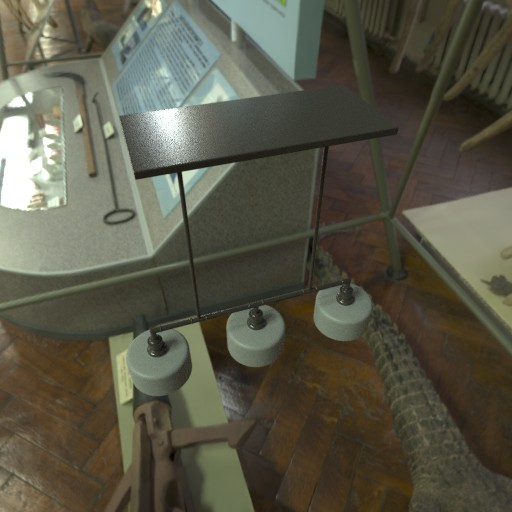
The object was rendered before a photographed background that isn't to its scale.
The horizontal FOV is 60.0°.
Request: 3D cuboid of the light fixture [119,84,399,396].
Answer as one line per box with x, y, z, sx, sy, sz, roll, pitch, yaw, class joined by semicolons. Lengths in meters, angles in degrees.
0.000;0.000;0.866;0.582;0.557;0.177;-13;44;-14;light fixture
